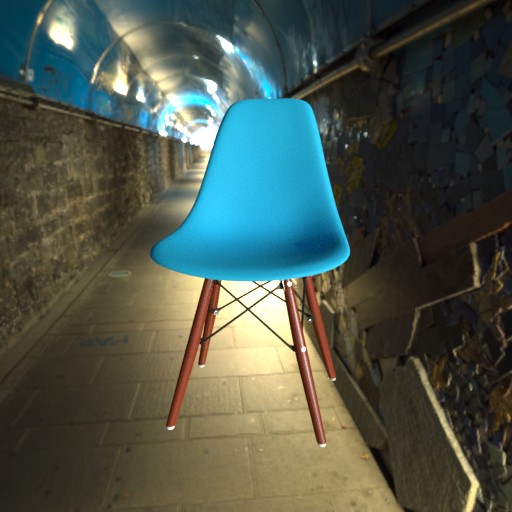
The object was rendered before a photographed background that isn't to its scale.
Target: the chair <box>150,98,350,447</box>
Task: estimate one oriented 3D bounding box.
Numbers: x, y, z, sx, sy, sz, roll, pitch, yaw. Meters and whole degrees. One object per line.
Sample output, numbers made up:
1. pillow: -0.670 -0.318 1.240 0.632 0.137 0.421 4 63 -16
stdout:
1. chair: 0.000 0.000 1.157 0.470 0.826 0.533 2 14 9
